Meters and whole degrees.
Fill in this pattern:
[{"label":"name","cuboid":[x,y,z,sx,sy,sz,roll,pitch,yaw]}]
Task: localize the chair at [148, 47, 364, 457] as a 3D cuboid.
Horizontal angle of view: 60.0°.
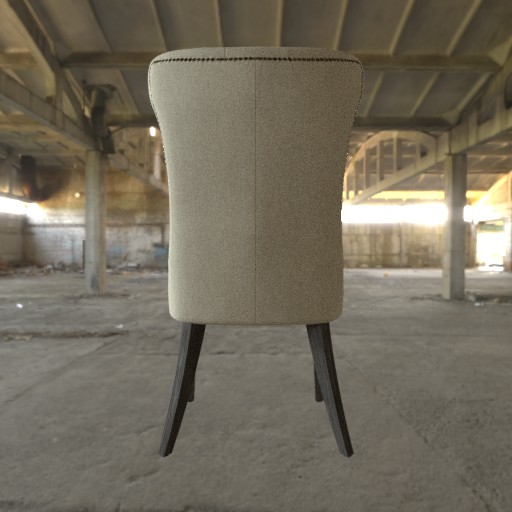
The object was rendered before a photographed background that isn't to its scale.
[{"label":"chair","cuboid":[0.000,0.000,1.363,0.584,1.065,0.590,0,1,0]}]
